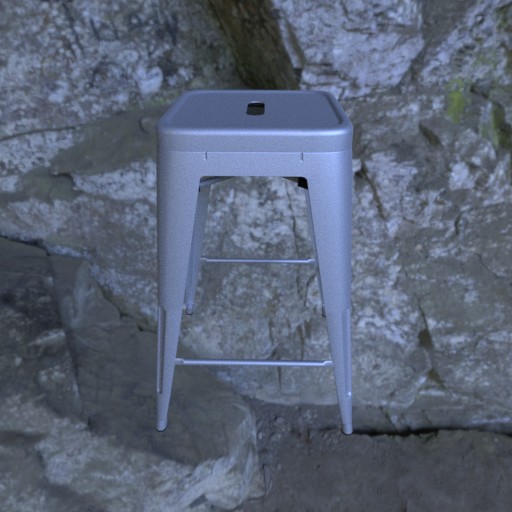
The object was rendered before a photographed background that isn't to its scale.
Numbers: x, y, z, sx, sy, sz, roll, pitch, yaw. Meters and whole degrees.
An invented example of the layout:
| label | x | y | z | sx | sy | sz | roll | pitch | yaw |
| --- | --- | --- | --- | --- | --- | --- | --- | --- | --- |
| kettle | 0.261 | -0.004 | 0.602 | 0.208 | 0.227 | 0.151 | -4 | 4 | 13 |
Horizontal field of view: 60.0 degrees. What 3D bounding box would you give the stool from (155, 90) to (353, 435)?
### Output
| label | x | y | z | sx | sy | sz | roll | pitch | yaw |
| --- | --- | --- | --- | --- | --- | --- | --- | --- | --- |
| stool | 0.000 | 0.000 | 0.927 | 0.406 | 0.610 | 0.406 | 1 | 31 | 1 |
